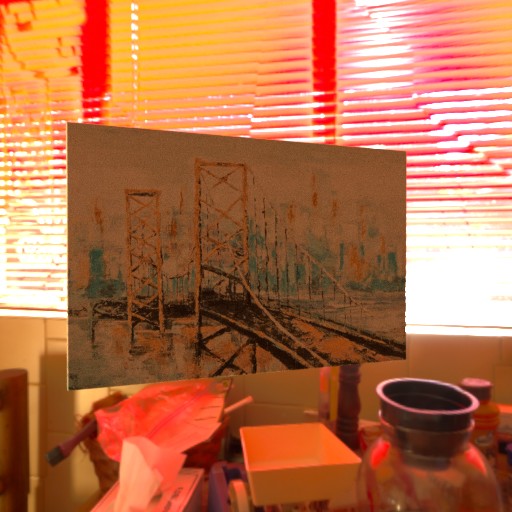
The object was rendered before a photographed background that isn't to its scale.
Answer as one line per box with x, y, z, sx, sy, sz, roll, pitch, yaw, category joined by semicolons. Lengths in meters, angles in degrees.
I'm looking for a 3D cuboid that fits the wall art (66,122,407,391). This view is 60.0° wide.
0.000;0.000;1.162;0.913;0.609;0.038;0;1;-19;wall art
